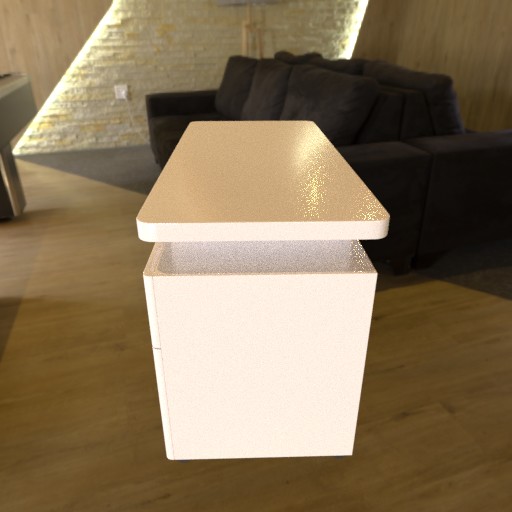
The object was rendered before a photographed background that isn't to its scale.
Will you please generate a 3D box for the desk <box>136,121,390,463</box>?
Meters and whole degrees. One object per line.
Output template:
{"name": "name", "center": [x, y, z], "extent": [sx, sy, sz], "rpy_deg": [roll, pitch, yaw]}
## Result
{"name": "desk", "center": [0.000, 0.000, 1.632], "extent": [0.550, 0.760, 1.200], "rpy_deg": [-1, 27, -2]}
